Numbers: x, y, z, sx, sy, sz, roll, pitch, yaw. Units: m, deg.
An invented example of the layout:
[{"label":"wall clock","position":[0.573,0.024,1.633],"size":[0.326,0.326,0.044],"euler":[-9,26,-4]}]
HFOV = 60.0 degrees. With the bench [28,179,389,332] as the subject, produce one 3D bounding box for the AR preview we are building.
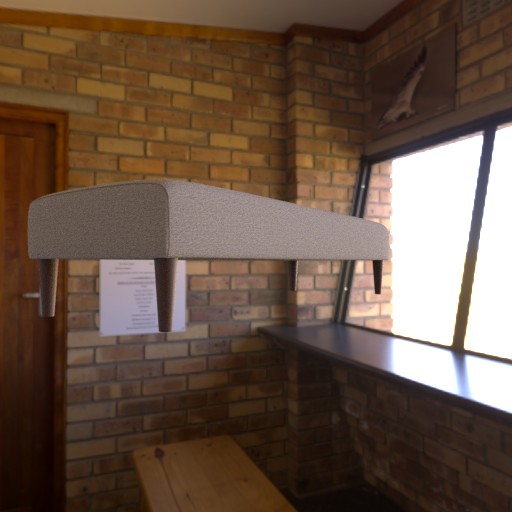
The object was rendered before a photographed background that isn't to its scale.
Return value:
[{"label":"bench","position":[0.000,0.000,1.829],"size":[0.631,0.383,1.598],"euler":[-1,-1,35]}]
